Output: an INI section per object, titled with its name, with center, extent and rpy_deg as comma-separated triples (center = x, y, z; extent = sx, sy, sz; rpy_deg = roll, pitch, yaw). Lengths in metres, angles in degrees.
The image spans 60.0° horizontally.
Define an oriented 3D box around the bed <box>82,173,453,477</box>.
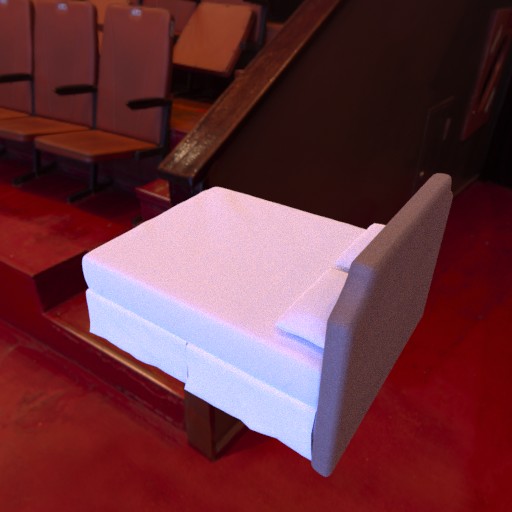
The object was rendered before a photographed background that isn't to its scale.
[bed]
center = 0.000, 0.000, 3.162
extent = 2.116, 1.290, 1.693
rpy_deg = 20, 37, 29
